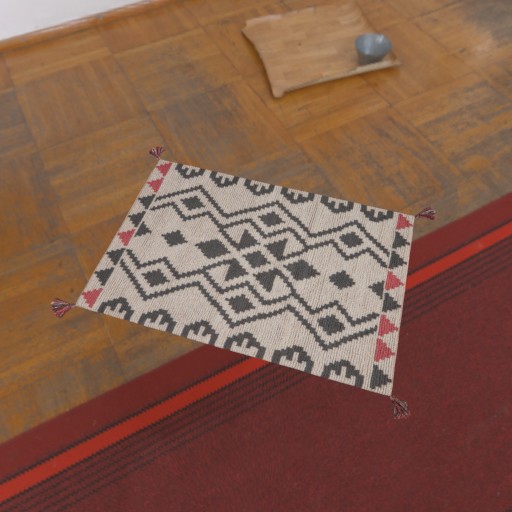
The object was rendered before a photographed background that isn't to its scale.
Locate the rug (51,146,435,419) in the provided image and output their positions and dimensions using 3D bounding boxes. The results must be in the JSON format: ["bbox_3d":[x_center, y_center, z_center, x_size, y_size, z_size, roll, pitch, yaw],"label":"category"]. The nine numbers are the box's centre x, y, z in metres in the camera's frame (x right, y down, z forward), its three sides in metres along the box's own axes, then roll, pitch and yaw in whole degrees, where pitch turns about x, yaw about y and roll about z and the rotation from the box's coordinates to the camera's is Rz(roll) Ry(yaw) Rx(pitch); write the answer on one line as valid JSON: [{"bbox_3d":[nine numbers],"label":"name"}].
[{"bbox_3d":[0.000,0.000,2.733,2.069,0.067,1.444,14,58,9],"label":"rug"}]
